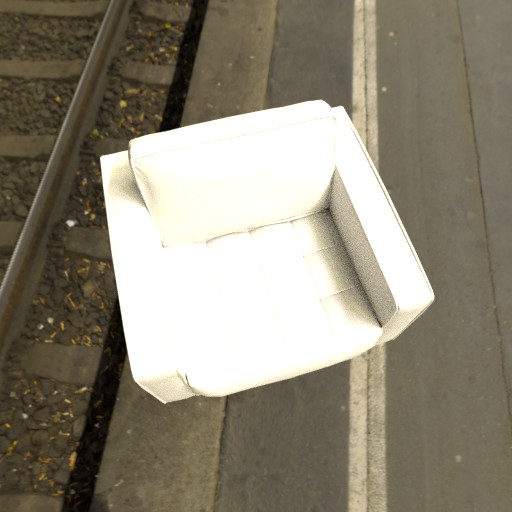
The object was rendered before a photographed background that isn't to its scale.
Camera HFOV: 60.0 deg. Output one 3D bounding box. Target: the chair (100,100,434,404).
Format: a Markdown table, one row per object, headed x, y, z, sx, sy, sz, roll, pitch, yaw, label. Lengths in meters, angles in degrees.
| x | y | z | sx | sy | sz | roll | pitch | yaw | label |
| --- | --- | --- | --- | --- | --- | --- | --- | --- | --- |
| 0.000 | 0.000 | 1.553 | 0.928 | 0.773 | 0.843 | -14 | 64 | -7 | chair |
